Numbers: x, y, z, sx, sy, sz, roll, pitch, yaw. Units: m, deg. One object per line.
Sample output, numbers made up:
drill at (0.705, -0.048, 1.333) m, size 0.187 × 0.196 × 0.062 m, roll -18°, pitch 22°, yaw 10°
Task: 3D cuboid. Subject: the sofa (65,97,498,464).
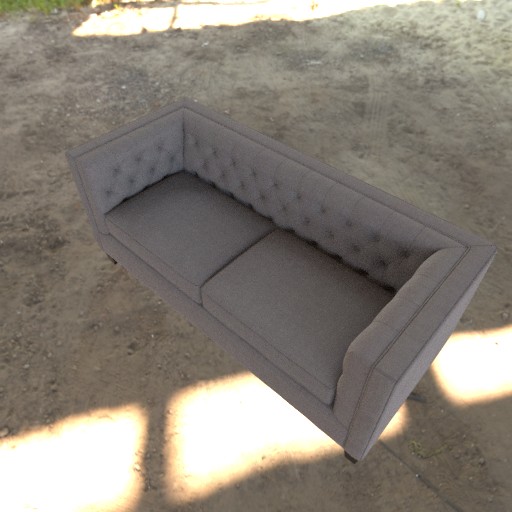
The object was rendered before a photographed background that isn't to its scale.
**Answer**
sofa at (0.000, 0.000, 2.146) m, size 1.778 × 0.762 × 0.775 m, roll 33°, pitch 54°, yaw 28°
